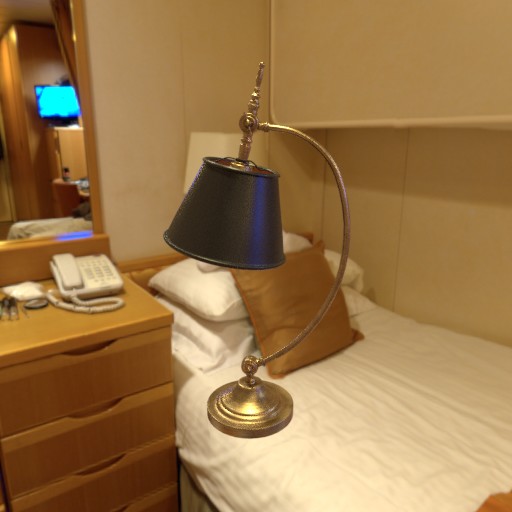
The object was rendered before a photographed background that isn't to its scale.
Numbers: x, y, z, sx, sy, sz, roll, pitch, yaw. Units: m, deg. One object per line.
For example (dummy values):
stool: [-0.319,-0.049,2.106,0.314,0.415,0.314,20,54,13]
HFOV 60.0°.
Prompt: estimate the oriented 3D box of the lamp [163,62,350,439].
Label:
lamp: [0.000,0.000,0.834,0.344,0.675,0.235,2,15,8]
